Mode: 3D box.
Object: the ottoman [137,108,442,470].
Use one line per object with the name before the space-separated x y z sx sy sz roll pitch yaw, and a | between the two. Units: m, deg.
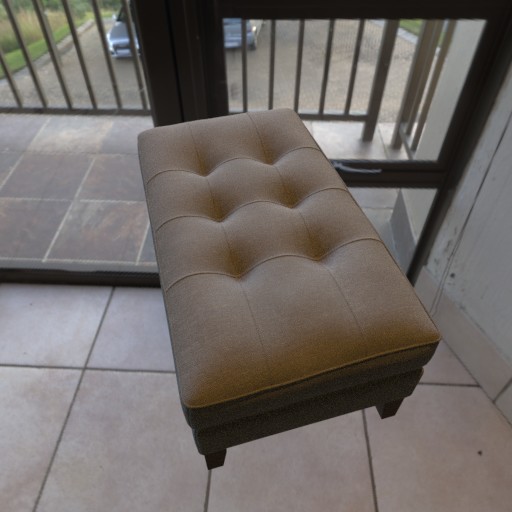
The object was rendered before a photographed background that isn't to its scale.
ottoman | 0.000 0.000 1.506 0.648 0.514 1.143 -12 48 -11
